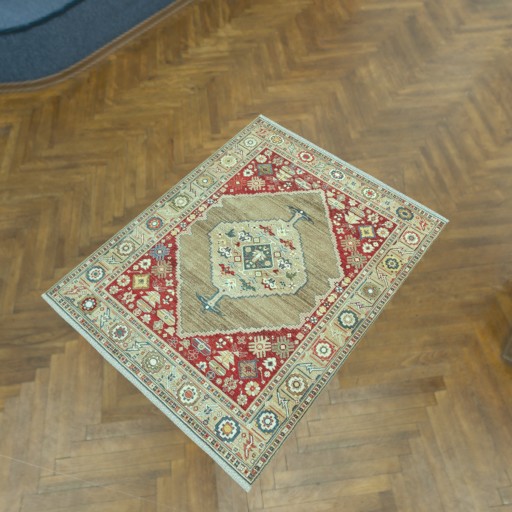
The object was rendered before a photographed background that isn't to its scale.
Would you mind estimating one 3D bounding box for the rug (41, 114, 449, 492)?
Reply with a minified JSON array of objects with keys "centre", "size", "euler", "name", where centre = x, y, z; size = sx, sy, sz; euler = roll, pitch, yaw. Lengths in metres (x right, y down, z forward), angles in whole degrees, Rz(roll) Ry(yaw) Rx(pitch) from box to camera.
[{"centre":[0.000,0.000,4.212],"size":[2.451,0.008,3.143],"euler":[35,64,20],"name":"rug"}]
